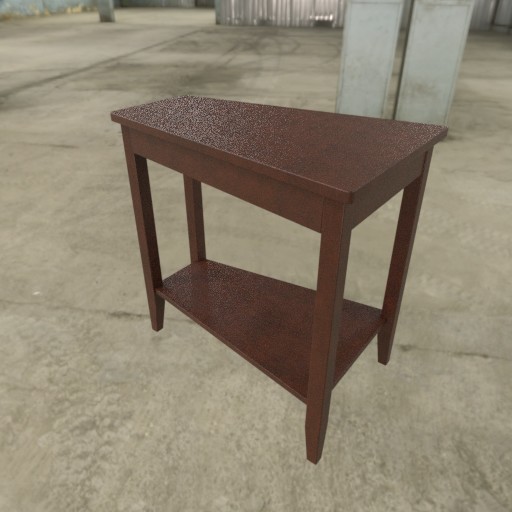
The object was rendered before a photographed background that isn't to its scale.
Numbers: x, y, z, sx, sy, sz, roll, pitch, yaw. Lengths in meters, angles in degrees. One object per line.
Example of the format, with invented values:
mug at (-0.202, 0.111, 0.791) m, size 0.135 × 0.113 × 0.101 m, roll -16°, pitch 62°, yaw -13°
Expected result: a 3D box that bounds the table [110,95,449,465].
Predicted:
table at (0.000, 0.000, 0.997) m, size 0.605 × 0.589 × 0.399 m, roll 21°, pitch 37°, yaw 31°
